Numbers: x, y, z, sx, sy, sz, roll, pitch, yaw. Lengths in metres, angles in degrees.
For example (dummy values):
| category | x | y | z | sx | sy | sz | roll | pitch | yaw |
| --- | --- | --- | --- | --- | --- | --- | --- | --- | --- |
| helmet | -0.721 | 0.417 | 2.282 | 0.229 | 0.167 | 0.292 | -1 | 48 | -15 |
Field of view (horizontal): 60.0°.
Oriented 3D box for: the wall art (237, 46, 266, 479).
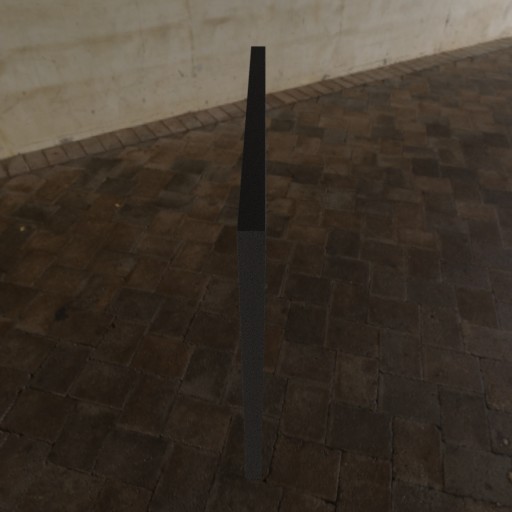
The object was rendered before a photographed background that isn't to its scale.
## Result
| category | x | y | z | sx | sy | sz | roll | pitch | yaw |
| --- | --- | --- | --- | --- | --- | --- | --- | --- | --- |
| wall art | 0.000 | 0.000 | 1.102 | 0.037 | 0.760 | 0.762 | 1 | 42 | 1 |
